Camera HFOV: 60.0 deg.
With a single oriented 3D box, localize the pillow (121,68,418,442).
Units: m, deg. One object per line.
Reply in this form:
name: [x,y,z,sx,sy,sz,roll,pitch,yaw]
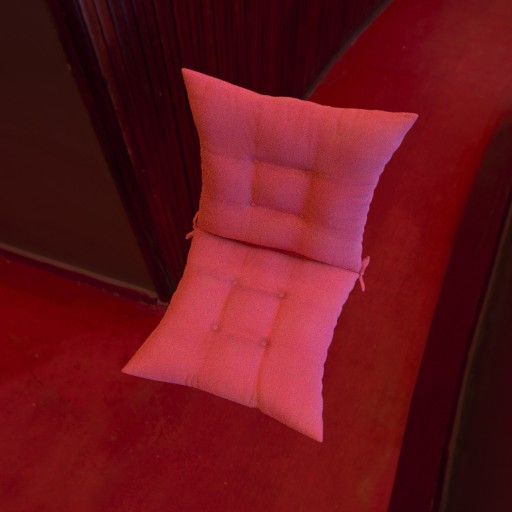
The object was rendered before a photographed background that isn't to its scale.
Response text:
pillow: [0.000,0.000,1.003,0.541,0.536,0.585,16,58,10]
